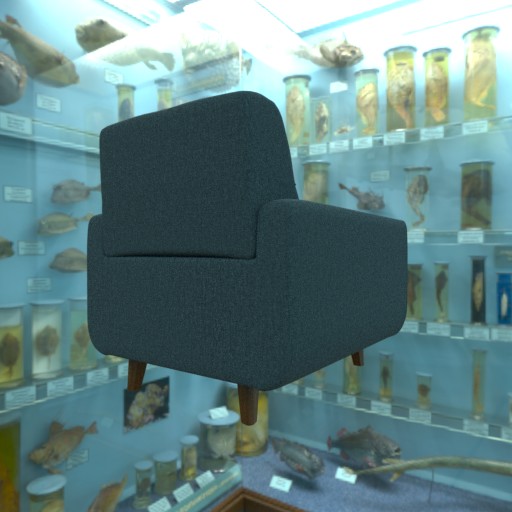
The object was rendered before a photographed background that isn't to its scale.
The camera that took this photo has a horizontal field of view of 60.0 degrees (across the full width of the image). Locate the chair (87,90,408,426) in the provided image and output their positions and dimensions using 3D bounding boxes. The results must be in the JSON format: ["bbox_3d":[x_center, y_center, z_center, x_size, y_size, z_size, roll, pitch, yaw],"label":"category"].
[{"bbox_3d":[0.000,0.000,1.718,0.880,0.940,0.964,1,1,36],"label":"chair"}]
